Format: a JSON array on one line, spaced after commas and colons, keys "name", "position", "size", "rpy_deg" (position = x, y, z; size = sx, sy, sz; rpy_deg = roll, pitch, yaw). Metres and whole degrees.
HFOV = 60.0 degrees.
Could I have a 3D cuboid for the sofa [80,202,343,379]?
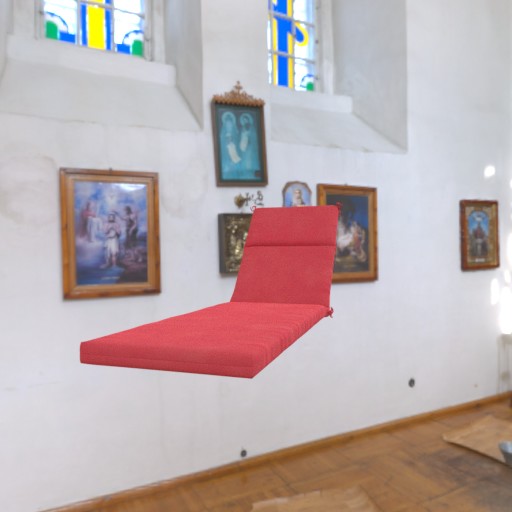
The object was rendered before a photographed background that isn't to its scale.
[{"name": "sofa", "position": [0.000, 0.000, 1.941], "size": [0.582, 0.622, 1.663], "rpy_deg": [0, 0, 18]}]
